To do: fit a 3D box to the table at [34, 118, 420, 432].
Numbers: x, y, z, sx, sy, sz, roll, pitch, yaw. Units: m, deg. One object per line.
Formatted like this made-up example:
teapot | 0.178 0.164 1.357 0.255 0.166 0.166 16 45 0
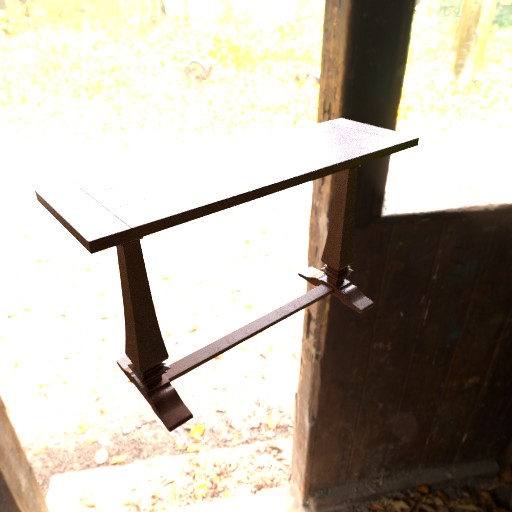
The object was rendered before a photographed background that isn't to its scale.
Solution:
table | 0.000 0.000 1.894 1.478 0.852 0.461 -23 38 -33
